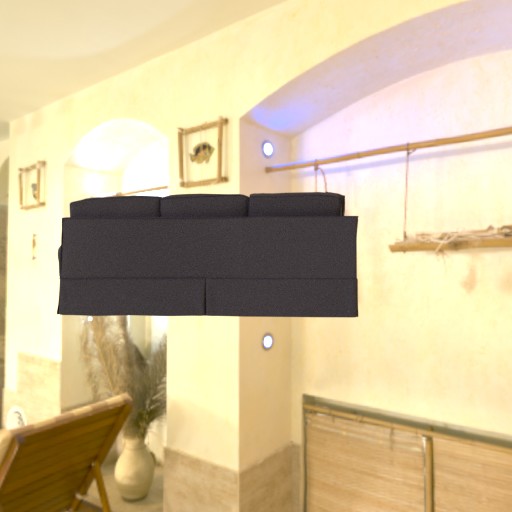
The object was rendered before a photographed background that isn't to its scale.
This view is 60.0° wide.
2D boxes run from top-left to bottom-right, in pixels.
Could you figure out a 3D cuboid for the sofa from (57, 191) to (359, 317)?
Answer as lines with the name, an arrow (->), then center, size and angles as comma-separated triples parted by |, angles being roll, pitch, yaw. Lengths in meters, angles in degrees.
sofa -> 0.000, 0.000, 5.056 | 2.874, 1.169, 3.773 | -1, -2, 36
